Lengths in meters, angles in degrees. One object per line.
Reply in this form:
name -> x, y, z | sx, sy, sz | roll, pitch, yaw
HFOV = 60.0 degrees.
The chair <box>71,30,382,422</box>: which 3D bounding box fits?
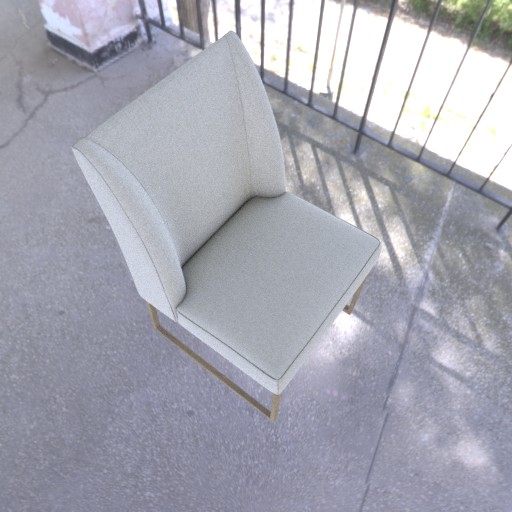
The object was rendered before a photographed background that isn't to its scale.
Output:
chair -> 0.000, 0.000, 1.186 | 0.522, 0.863, 0.508 | 33, 64, 19
